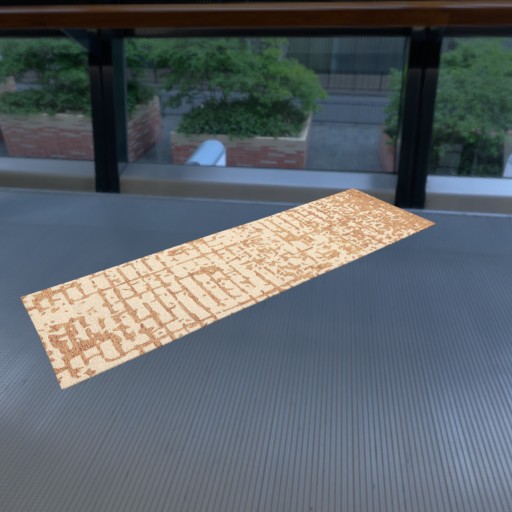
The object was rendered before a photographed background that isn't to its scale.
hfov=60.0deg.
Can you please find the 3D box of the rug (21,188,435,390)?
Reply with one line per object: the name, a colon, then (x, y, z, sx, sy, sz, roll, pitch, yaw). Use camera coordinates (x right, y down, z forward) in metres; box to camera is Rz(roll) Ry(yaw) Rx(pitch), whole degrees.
rug: (0.000, 0.000, 2.618, 2.435, 0.011, 0.750, -21, 37, -30)
